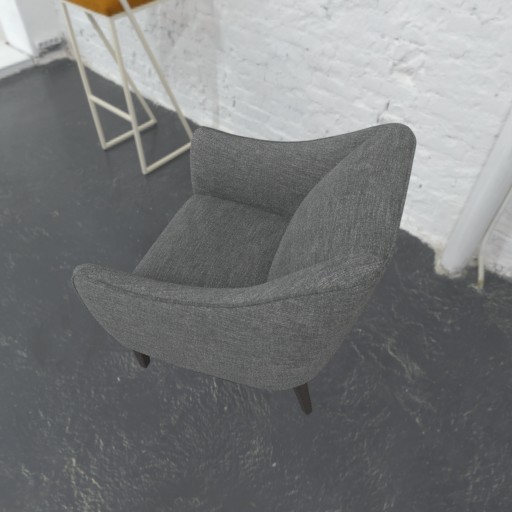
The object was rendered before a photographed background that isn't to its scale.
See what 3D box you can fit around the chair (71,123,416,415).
[{"bbox_3d":[0.000,0.000,1.556,0.851,0.829,0.870,15,48,14],"label":"chair"}]
